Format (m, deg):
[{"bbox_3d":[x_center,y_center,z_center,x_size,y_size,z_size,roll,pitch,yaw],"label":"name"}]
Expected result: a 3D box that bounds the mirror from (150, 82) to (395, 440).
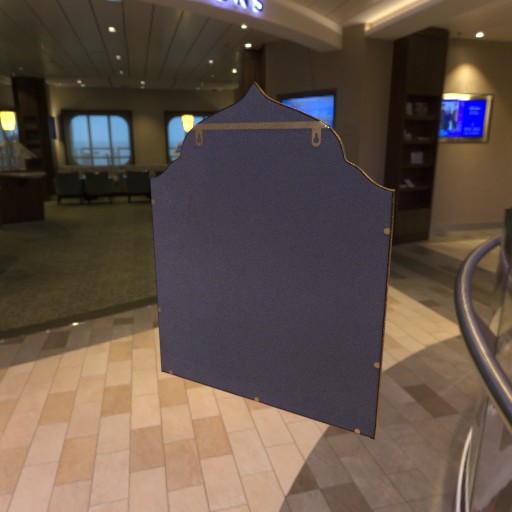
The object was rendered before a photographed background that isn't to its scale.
[{"bbox_3d":[0.000,0.000,0.865,0.513,0.635,0.018,8,17,28],"label":"mirror"}]
